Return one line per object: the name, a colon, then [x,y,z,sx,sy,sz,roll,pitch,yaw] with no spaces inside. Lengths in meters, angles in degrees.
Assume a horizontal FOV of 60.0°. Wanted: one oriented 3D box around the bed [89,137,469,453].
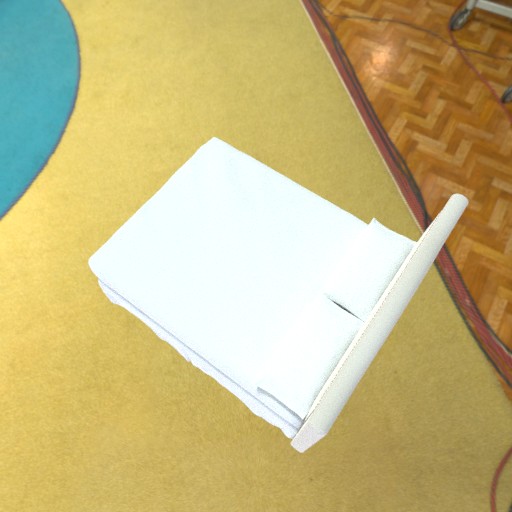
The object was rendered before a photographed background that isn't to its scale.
bed: [0.000,0.000,3.352,2.143,1.460,1.753,33,67,16]
